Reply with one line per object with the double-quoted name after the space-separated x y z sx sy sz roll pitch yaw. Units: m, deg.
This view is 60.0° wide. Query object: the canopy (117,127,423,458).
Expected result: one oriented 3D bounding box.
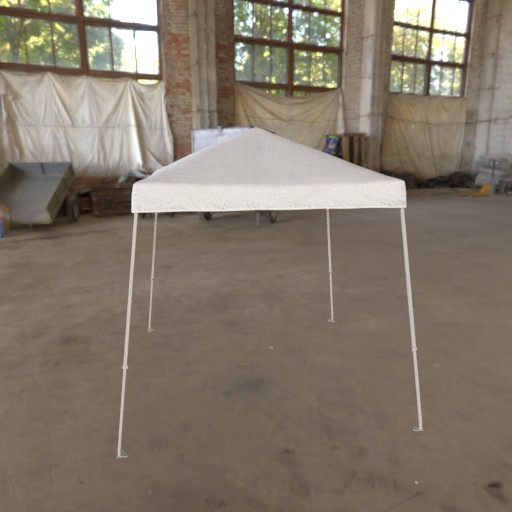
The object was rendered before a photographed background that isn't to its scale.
0.000 0.000 5.097 2.848 2.849 2.849 -2 14 -8 "canopy"
